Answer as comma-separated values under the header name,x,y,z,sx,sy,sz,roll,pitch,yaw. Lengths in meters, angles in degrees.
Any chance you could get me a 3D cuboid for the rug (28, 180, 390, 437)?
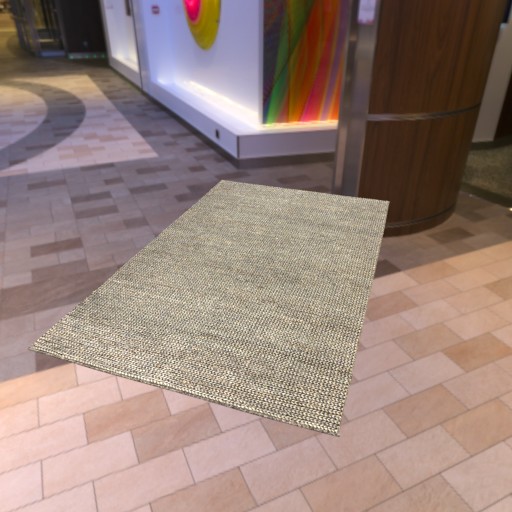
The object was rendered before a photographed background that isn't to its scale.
name,x,y,z,sx,sy,sz,roll,pitch,yaw
rug,0.000,0.000,2.947,1.538,0.021,2.443,10,32,16
